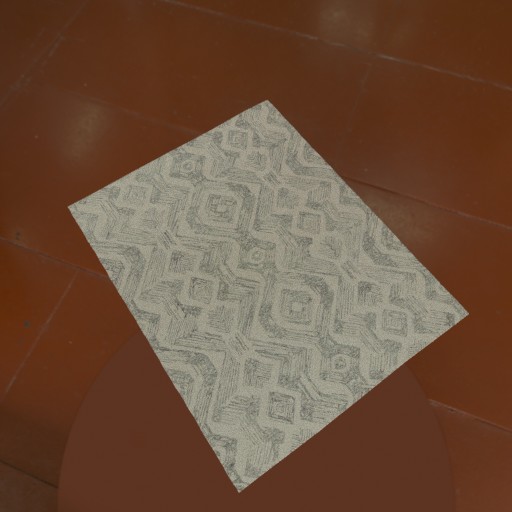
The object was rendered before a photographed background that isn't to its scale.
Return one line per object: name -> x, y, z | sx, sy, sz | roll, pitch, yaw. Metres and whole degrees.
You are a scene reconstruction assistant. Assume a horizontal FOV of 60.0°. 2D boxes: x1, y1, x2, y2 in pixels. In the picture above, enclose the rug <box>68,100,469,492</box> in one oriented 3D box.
rug -> 0.000, 0.000, 4.118 | 2.430, 0.030, 3.054 | -32, 68, -14
